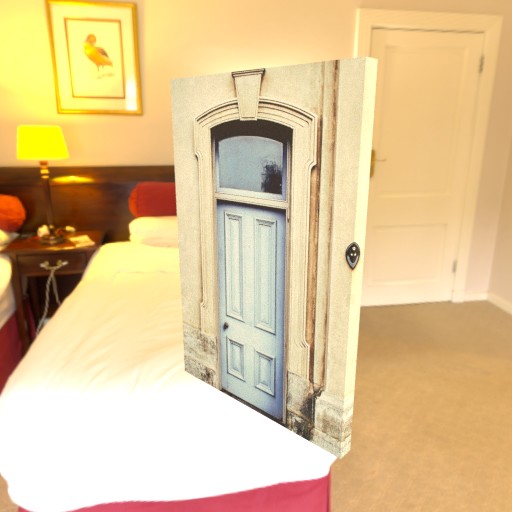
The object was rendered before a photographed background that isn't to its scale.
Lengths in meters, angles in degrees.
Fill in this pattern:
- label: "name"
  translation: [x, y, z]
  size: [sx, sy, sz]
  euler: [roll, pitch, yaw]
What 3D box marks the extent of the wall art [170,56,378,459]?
- label: "wall art"
  translation: [0.000, 0.000, 0.984]
  size: [0.508, 0.764, 0.038]
  euler: [14, 22, 41]
